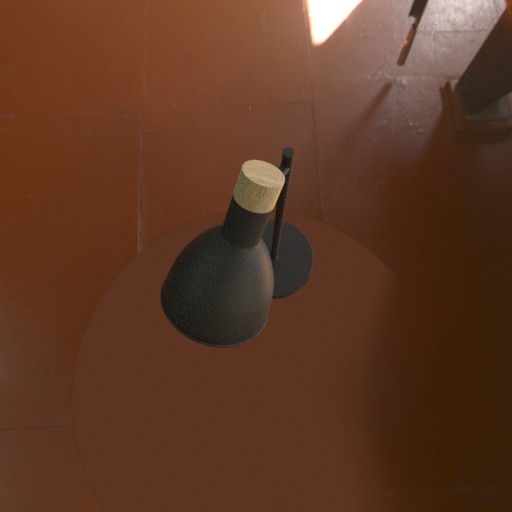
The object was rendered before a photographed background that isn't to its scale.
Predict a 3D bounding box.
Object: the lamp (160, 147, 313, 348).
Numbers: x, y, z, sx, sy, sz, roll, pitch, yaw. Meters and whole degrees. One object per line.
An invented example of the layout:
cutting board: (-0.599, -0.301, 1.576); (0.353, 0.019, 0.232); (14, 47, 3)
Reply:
lamp: (0.000, 0.000, 0.619); (0.152, 0.483, 0.287); (30, 77, 8)
